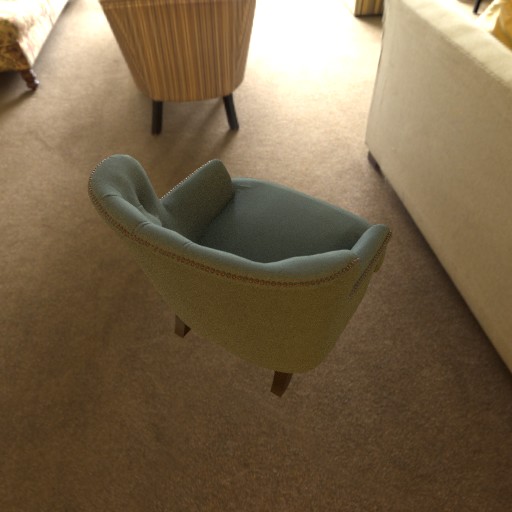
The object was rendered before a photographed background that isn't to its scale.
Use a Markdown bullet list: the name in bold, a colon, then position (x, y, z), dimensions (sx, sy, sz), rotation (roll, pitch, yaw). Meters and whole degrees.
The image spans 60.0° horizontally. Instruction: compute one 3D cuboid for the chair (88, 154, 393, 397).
- **chair**: position (0.000, 0.000, 1.630), dimensions (0.848, 0.868, 0.906), rotation (25, 51, 22)
